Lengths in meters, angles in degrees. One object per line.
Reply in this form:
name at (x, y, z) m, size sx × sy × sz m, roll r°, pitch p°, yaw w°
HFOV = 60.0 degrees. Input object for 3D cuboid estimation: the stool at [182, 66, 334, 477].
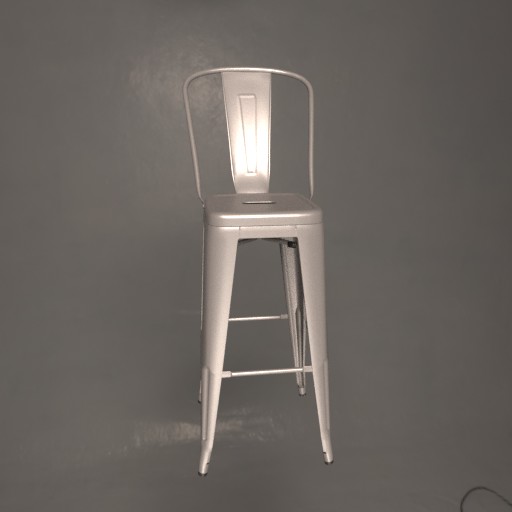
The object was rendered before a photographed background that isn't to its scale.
stool at (0.000, 0.000, 1.313) m, size 0.399 × 1.096 × 0.513 m, roll -2°, pitch 17°, yaw -7°
